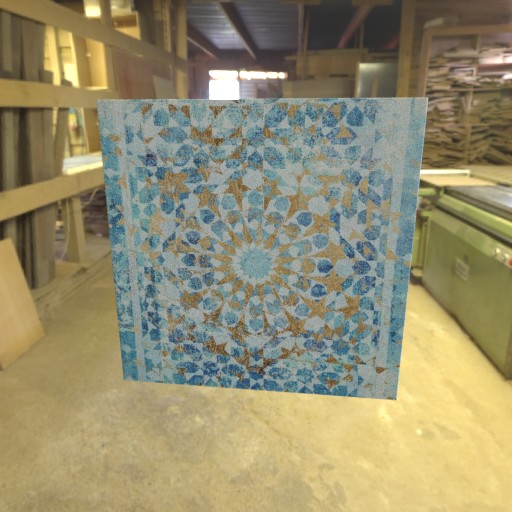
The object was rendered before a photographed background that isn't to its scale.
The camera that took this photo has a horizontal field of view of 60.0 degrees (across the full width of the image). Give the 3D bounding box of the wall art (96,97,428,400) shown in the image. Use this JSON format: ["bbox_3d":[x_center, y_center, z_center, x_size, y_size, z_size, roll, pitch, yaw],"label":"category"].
[{"bbox_3d":[0.000,0.000,0.912,0.609,0.609,0.040,2,17,7],"label":"wall art"}]
